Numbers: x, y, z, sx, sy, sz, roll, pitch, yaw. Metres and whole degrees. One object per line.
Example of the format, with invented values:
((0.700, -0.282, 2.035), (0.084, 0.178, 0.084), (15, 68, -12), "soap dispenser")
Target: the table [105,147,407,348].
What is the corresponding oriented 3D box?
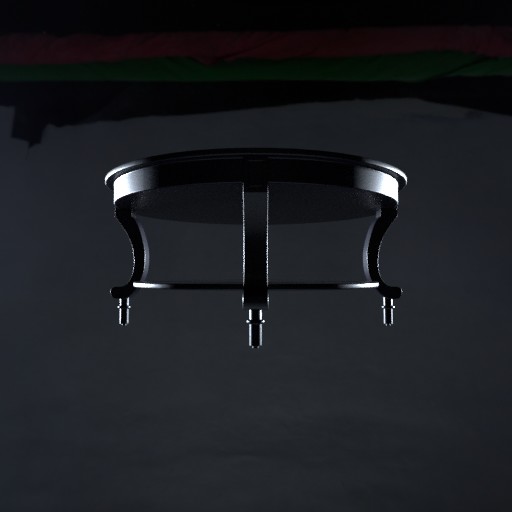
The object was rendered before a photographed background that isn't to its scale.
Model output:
((0.000, 0.000, 1.580), (1.029, 0.491, 1.029), (0, -2, 0), "table")
